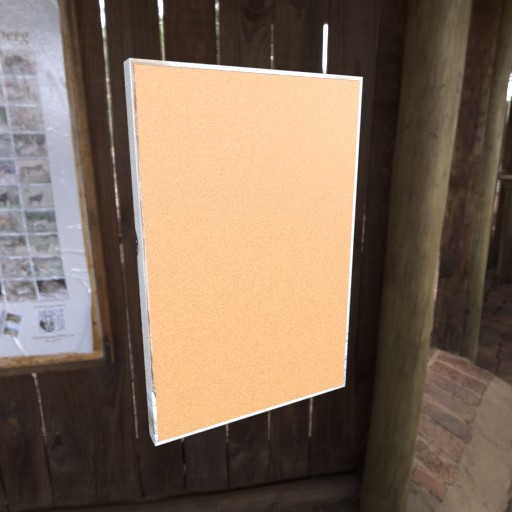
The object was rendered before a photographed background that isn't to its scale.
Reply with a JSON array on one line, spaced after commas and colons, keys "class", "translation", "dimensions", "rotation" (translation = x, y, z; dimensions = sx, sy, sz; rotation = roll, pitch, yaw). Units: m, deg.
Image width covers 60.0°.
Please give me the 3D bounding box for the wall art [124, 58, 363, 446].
[{"class": "wall art", "translation": [0.000, 0.000, 0.778], "dimensions": [0.403, 0.607, 0.036], "rotation": [-8, 17, -27]}]
